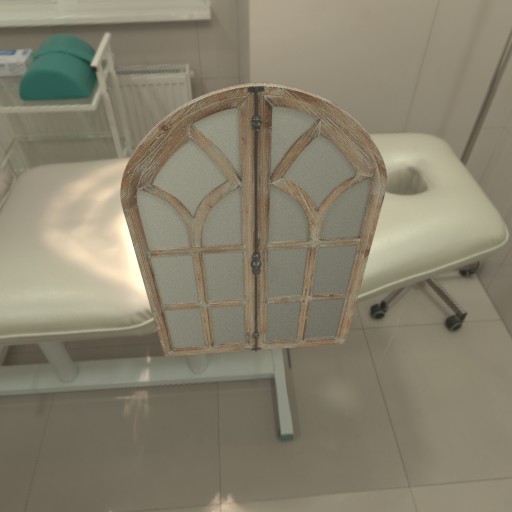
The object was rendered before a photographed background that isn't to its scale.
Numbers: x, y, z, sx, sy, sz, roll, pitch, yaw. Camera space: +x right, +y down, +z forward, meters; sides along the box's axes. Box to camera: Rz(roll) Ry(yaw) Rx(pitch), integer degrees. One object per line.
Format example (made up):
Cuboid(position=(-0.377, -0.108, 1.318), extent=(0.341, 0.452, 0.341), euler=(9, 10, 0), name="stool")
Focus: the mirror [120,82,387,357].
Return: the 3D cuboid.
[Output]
Cuboid(position=(0.000, 0.000, 1.156), extent=(0.609, 0.915, 0.032), euler=(-3, 46, -3), name="mirror")
